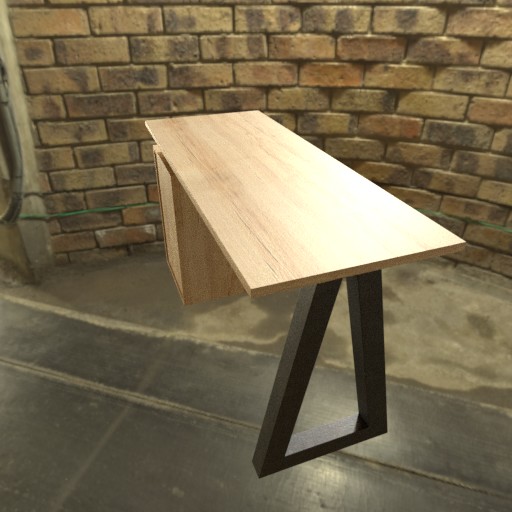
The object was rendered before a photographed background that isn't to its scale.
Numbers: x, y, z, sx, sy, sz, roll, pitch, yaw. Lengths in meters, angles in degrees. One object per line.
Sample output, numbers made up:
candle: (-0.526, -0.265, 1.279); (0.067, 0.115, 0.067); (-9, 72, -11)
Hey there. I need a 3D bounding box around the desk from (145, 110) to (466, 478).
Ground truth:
desk: (0.000, 0.000, 1.735); (0.550, 0.760, 1.400); (-11, 33, -18)
